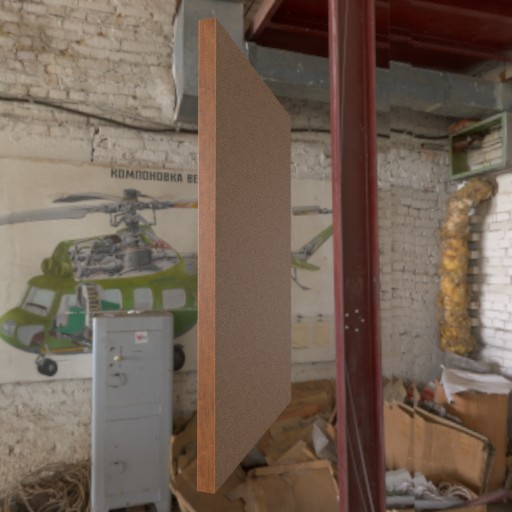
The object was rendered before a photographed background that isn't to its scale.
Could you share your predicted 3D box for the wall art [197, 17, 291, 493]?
[{"bbox_3d":[0.000,0.000,1.145,0.037,0.914,0.610,0,-1,18],"label":"wall art"}]
